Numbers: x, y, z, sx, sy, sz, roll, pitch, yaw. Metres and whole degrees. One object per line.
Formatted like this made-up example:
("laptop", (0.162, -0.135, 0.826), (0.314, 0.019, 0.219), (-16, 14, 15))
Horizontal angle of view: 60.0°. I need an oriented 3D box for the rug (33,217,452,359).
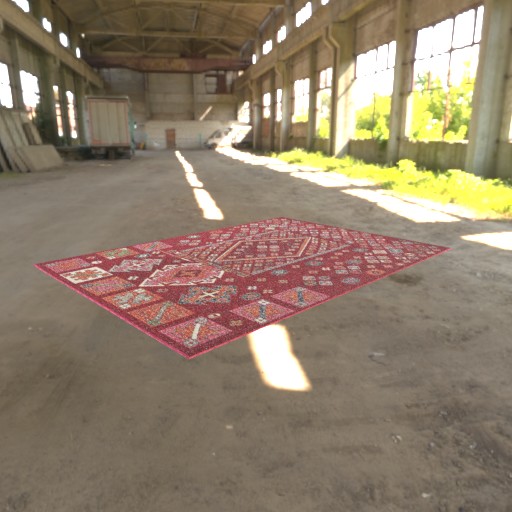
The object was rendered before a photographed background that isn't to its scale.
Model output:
("rug", (0.000, 0.000, 4.286), (3.306, 0.011, 2.389), (-15, 21, -42))
